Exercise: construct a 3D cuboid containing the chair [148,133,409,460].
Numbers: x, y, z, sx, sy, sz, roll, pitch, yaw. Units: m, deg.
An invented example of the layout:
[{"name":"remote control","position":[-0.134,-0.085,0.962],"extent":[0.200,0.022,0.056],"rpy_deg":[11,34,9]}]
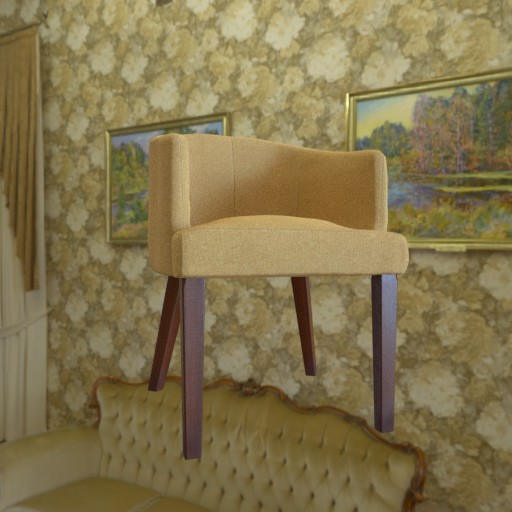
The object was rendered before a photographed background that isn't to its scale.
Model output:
[{"name":"chair","position":[0.000,0.000,1.235],"extent":[0.583,0.811,0.655],"rpy_deg":[0,1,-18]}]
